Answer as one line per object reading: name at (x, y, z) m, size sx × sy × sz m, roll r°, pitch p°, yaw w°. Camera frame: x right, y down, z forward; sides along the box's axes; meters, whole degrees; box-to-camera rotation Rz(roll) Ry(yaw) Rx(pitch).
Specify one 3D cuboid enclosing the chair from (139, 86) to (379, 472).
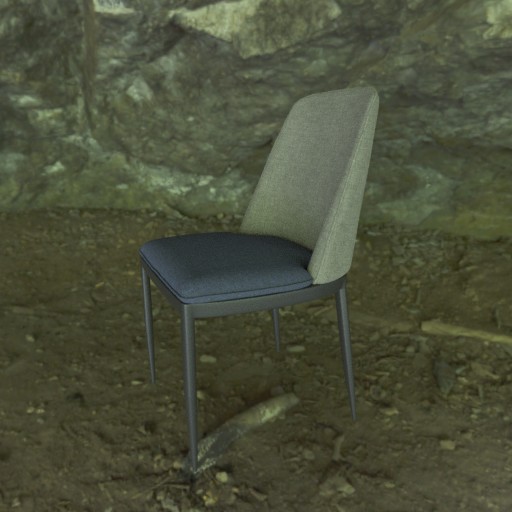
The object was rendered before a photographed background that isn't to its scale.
chair at (0.000, 0.000, 1.181) m, size 0.550 × 0.855 × 0.488 m, roll -7°, pitch 17°, yaw -25°
